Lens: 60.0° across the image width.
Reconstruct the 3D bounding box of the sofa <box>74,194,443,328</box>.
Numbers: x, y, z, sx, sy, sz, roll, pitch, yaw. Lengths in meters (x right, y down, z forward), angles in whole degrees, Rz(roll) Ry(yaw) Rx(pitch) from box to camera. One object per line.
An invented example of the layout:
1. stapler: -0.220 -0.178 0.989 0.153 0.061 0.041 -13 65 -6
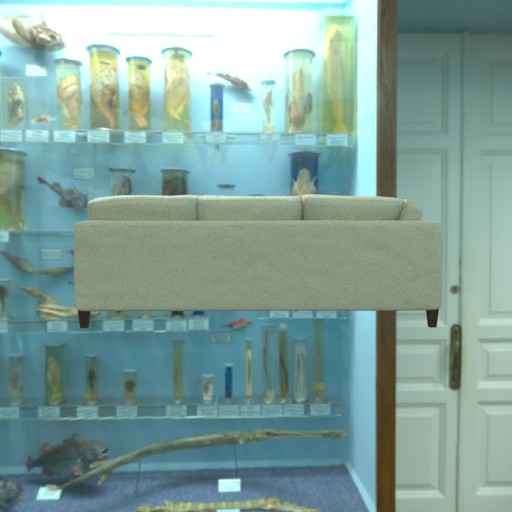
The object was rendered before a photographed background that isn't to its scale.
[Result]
1. sofa: 0.000 0.000 4.678 2.593 0.947 3.302 0 1 -1
